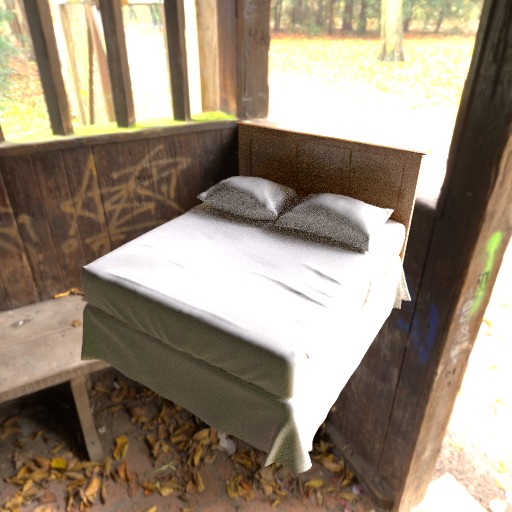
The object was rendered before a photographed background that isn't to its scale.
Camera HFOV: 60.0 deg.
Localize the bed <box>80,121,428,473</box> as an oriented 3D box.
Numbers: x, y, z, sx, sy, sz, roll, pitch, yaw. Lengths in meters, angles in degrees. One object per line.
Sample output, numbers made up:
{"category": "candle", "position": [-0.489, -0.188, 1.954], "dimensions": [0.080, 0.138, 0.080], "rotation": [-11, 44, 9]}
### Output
{"category": "bed", "position": [0.000, 0.000, 3.165], "dimensions": [1.870, 1.273, 2.035], "rotation": [18, 35, 28]}
